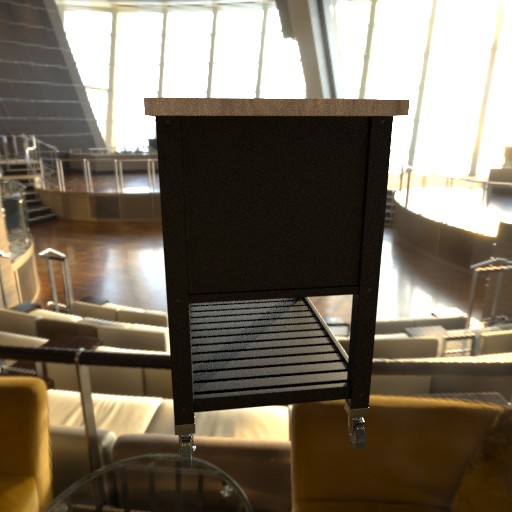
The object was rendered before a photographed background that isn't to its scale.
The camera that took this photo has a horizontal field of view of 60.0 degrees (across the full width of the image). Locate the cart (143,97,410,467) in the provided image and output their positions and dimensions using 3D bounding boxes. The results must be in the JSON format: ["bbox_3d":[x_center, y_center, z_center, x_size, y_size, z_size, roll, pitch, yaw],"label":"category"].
[{"bbox_3d":[0.000,0.000,1.425,0.567,0.920,0.797,-2,17,-8],"label":"cart"}]
